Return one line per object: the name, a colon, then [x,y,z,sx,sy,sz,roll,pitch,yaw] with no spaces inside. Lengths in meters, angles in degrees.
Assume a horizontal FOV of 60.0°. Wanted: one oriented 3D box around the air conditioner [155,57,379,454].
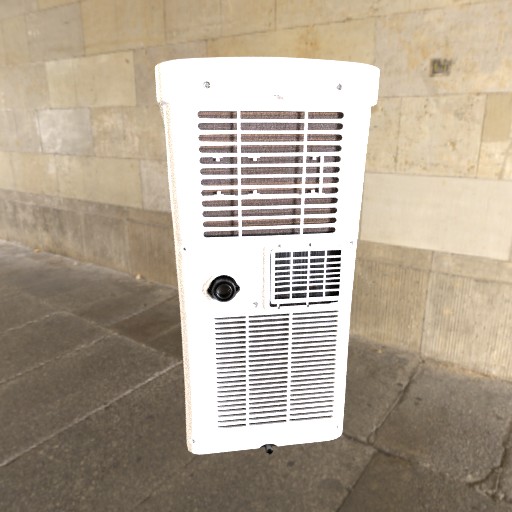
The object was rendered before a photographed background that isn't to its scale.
air conditioner: [0.000,0.000,0.923,0.352,0.716,0.369,-2,16,-9]
